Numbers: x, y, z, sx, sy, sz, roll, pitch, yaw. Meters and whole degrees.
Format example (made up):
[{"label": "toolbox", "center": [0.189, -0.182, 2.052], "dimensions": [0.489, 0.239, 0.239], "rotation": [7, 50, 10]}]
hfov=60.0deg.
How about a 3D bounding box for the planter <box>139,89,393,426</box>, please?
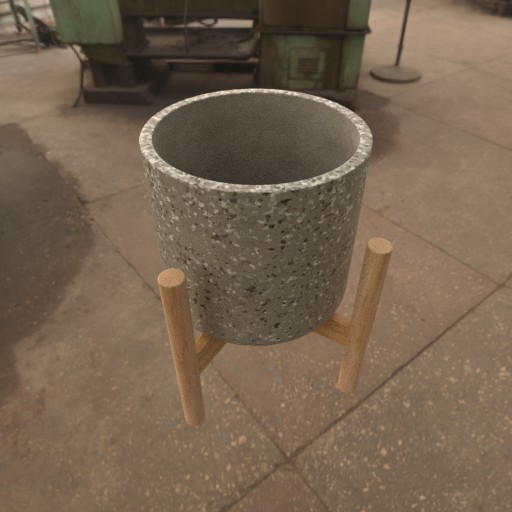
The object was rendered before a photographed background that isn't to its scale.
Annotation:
[{"label": "planter", "center": [0.000, 0.000, 0.533], "dimensions": [0.284, 0.320, 0.284], "rotation": [-25, 46, -26]}]
